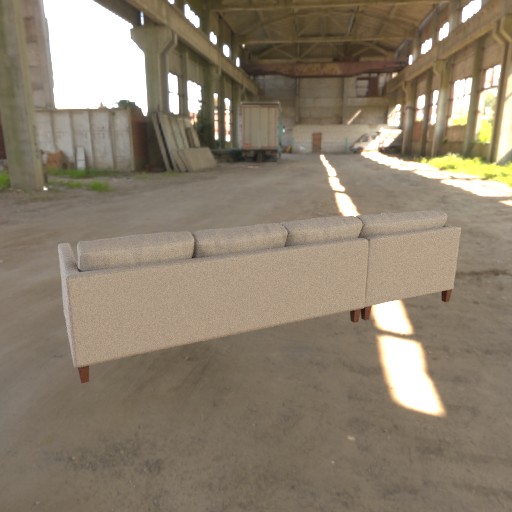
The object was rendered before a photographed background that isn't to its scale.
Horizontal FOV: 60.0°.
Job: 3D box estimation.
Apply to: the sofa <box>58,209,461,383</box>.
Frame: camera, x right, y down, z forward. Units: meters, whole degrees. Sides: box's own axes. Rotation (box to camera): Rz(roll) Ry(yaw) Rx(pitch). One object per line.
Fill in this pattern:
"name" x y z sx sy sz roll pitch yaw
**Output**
"sofa" 0.000 0.000 3.915 3.186 0.846 1.625 -7 17 -25
